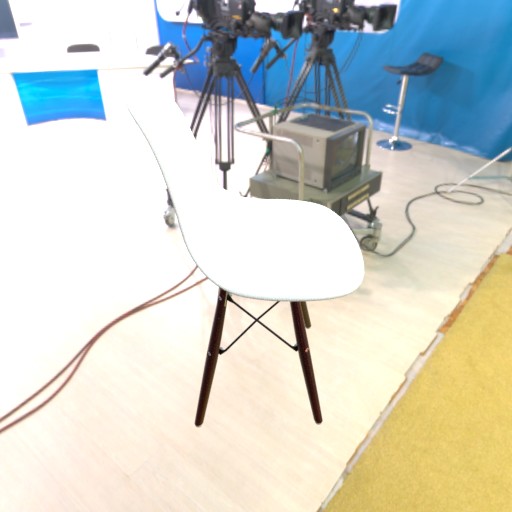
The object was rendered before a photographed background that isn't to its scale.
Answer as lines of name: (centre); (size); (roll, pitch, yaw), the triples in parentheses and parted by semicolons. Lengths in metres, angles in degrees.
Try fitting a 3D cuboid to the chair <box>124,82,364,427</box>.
chair: (0.000, 0.000, 1.144); (0.533, 0.826, 0.470); (1, 33, 1)
